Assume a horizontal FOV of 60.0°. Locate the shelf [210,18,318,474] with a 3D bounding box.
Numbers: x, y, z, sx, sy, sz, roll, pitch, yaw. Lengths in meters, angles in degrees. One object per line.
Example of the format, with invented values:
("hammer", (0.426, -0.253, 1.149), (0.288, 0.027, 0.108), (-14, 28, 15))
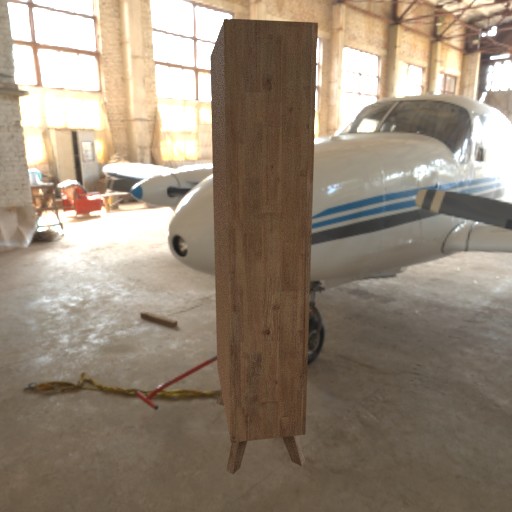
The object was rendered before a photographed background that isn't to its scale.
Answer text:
("shelf", (0.000, 0.000, 1.512), (0.267, 1.342, 0.491), (-2, 14, -9))
